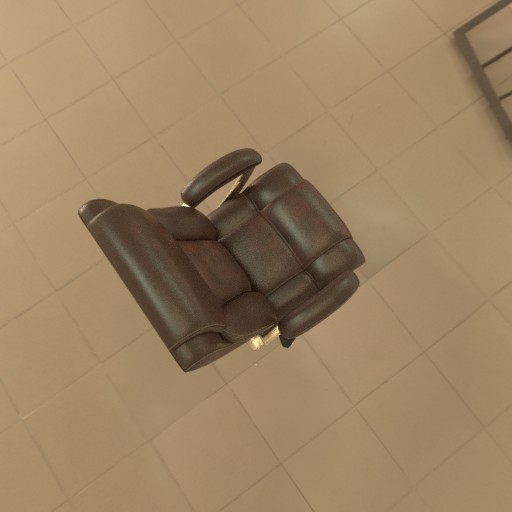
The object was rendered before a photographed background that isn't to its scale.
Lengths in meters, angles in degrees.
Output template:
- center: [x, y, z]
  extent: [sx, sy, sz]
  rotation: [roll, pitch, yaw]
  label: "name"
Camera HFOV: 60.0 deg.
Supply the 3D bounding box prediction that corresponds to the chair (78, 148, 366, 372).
- center: [0.000, 0.000, 1.637]
  extent: [0.749, 1.194, 0.692]
  rotation: [-35, 79, -8]
  label: "chair"
